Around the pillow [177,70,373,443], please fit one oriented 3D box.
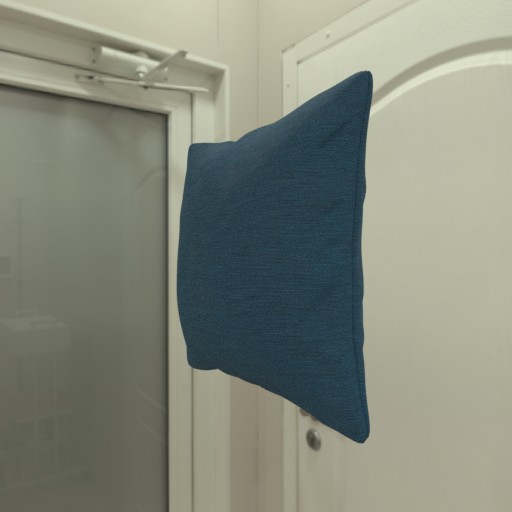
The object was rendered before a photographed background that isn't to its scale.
[{"bbox_3d":[0.000,0.000,0.667,0.177,0.420,0.437,0,1,-35],"label":"pillow"}]
